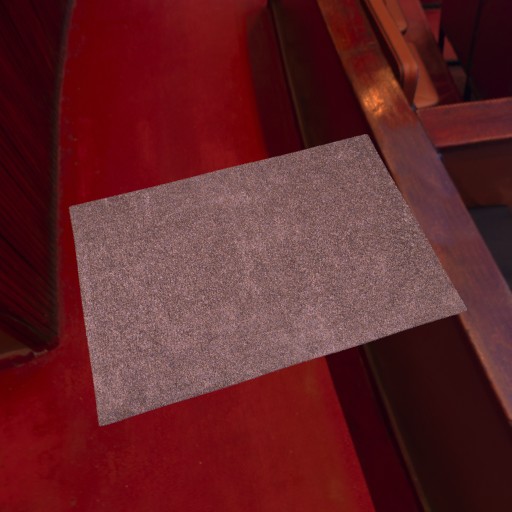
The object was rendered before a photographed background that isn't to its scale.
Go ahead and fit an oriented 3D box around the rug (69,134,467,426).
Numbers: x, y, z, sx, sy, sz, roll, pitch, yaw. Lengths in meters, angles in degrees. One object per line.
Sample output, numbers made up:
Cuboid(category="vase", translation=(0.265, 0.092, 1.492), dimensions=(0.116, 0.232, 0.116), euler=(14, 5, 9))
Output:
Cuboid(category="rug", translation=(0.000, 0.000, 3.481), dimensions=(2.699, 0.026, 1.802), euler=(-15, 63, -8))
